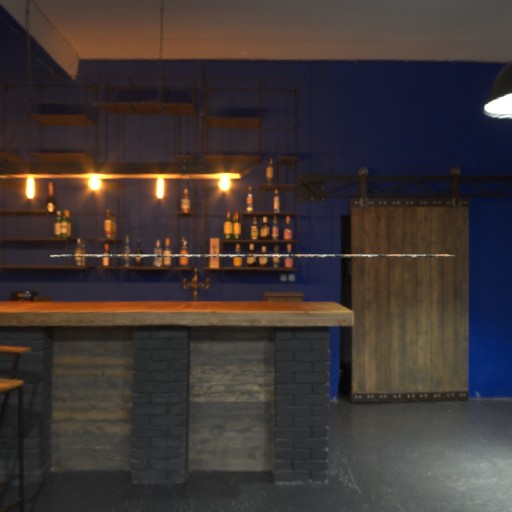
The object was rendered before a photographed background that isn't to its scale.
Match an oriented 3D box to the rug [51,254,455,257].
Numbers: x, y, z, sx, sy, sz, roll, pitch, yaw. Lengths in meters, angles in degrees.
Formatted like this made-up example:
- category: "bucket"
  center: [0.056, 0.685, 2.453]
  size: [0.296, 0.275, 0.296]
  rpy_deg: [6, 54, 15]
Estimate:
- category: "rug"
  center: [0.000, 0.000, 2.247]
  size: [1.278, 0.009, 1.730]
  rpy_deg: [0, 0, 1]
